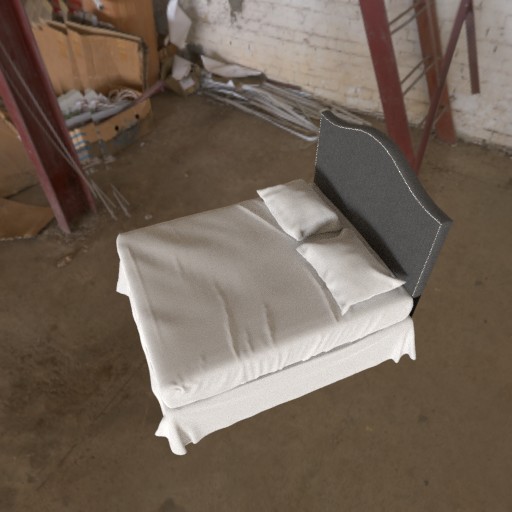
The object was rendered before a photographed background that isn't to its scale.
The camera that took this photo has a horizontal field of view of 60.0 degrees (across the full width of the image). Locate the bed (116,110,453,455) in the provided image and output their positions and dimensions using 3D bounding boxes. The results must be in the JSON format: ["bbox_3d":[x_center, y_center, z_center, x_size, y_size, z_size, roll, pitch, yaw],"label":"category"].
[{"bbox_3d":[0.000,0.000,3.472,2.221,1.645,1.876,-17,48,-16],"label":"bed"}]
